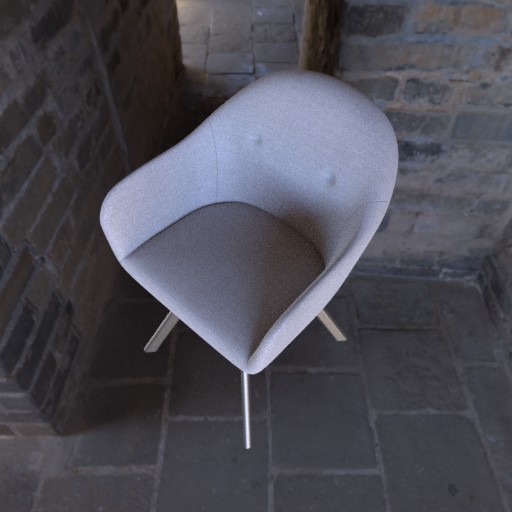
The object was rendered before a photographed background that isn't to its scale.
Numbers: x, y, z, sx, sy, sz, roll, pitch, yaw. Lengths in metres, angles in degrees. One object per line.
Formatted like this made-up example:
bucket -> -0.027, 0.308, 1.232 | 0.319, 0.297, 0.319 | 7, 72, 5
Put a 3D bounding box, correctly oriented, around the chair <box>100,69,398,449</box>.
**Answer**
chair -> 0.000, 0.000, 1.163 | 0.540, 0.780, 0.570 | 34, 57, 27
